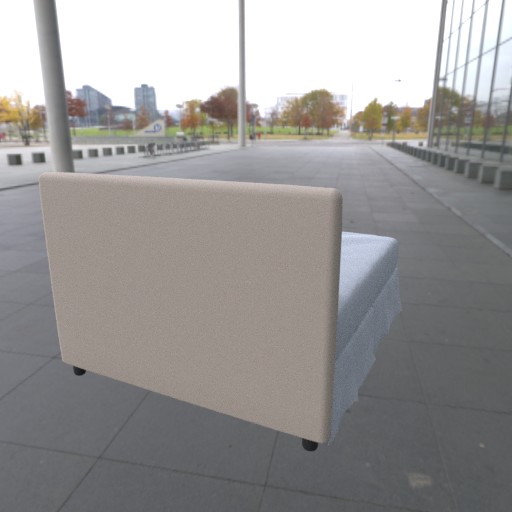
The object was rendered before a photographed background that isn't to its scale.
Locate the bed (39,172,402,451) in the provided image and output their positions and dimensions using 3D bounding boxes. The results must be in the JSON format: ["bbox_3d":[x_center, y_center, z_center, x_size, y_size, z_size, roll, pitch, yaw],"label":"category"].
[{"bbox_3d":[0.000,0.000,3.284,1.884,1.330,2.142,8,17,25],"label":"bed"}]
